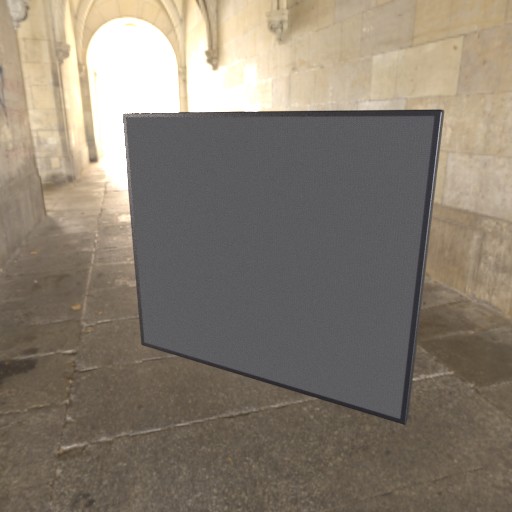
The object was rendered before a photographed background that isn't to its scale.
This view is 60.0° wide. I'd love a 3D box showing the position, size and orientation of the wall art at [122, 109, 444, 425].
[{"bbox_3d":[0.000,0.000,0.726,0.521,0.450,0.018,9,19,27],"label":"wall art"}]
